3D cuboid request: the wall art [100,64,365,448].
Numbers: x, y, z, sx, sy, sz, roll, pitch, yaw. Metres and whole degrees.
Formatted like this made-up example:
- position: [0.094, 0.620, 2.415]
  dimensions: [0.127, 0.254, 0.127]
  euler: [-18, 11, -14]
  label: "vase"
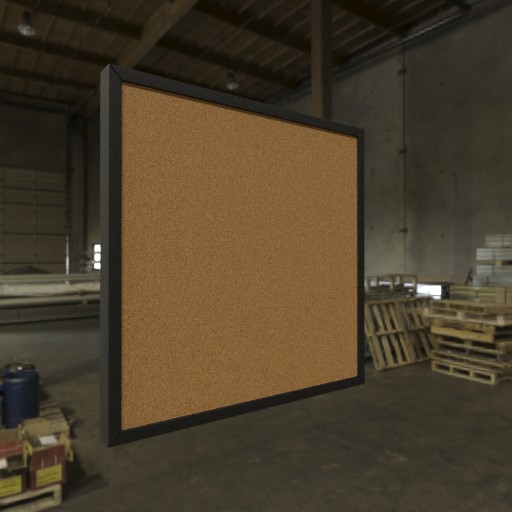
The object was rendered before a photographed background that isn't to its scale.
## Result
- position: [0.000, 0.000, 0.748]
  dimensions: [0.508, 0.508, 0.037]
  euler: [0, 0, -36]
  label: "wall art"
